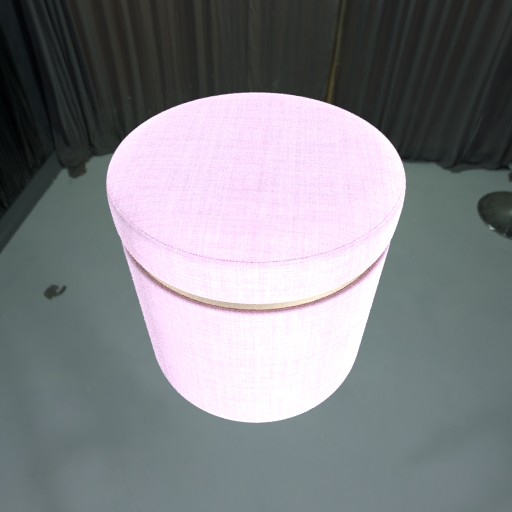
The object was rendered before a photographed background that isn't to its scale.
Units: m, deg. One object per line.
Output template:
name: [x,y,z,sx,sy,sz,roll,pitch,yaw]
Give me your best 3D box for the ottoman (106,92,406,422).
ottoman: [0.000,0.000,0.731,0.400,0.406,0.400,0,45,0]
